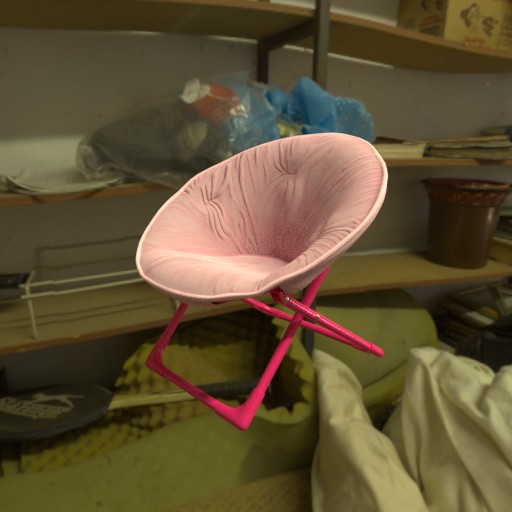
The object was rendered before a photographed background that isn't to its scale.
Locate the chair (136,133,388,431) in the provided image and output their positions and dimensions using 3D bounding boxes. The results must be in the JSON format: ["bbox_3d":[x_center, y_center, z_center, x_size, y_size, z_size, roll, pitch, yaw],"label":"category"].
[{"bbox_3d":[0.000,0.000,0.925,0.459,0.494,0.522,-15,21,-43],"label":"chair"}]
